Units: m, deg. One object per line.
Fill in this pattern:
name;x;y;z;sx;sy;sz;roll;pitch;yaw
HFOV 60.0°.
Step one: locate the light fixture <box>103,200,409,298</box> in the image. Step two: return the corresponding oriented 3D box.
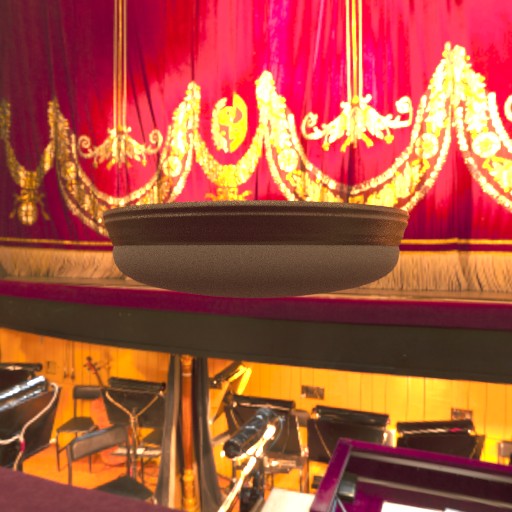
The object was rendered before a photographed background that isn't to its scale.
light fixture;0.000;0.000;0.563;0.368;0.100;0.368;0;1;0
